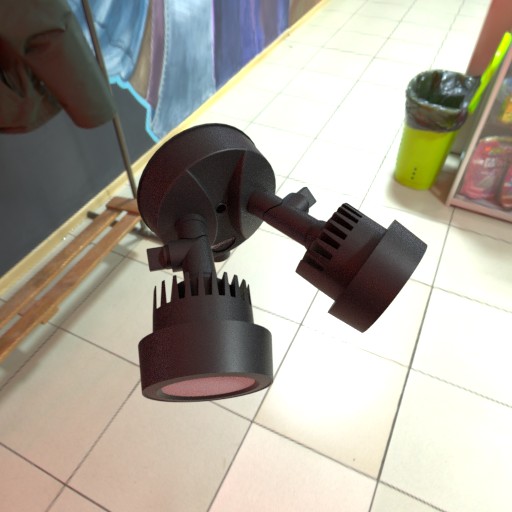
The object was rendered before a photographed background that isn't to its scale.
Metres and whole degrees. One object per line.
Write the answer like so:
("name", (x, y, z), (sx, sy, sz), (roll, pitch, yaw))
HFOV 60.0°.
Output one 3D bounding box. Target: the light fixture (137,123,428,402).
("light fixture", (0.000, 0.000, 0.312), (0.213, 0.120, 0.168), (-24, 51, -21))
